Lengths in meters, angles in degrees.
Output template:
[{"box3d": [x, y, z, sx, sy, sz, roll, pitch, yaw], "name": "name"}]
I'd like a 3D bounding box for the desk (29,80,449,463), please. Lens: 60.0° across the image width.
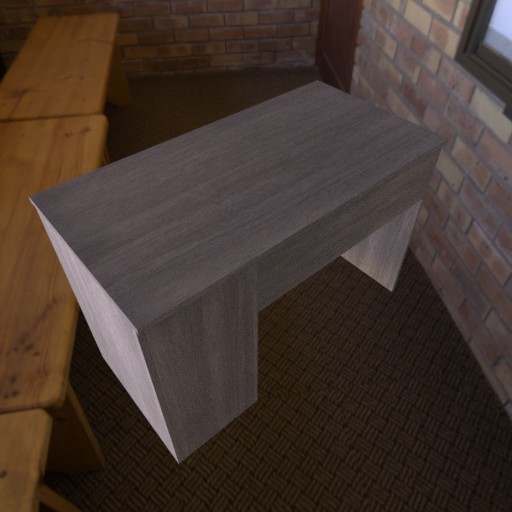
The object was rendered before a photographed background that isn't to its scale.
[{"box3d": [0.000, 0.000, 1.529, 1.097, 0.735, 0.560, -31, 53, -27], "name": "desk"}]
